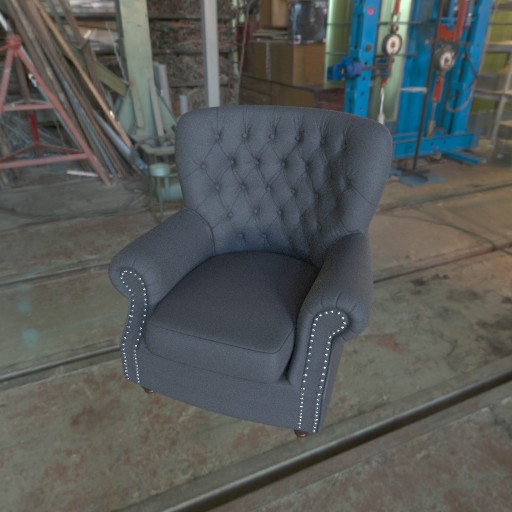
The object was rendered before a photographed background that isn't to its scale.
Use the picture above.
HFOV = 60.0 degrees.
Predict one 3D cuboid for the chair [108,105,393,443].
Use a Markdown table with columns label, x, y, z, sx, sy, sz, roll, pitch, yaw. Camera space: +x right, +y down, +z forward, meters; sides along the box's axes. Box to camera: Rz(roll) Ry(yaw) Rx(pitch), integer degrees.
| label | x | y | z | sx | sy | sz | roll | pitch | yaw |
| --- | --- | --- | --- | --- | --- | --- | --- | --- | --- |
| chair | 0.000 | 0.000 | 1.812 | 0.983 | 1.046 | 0.983 | 10 | 29 | 18 |
